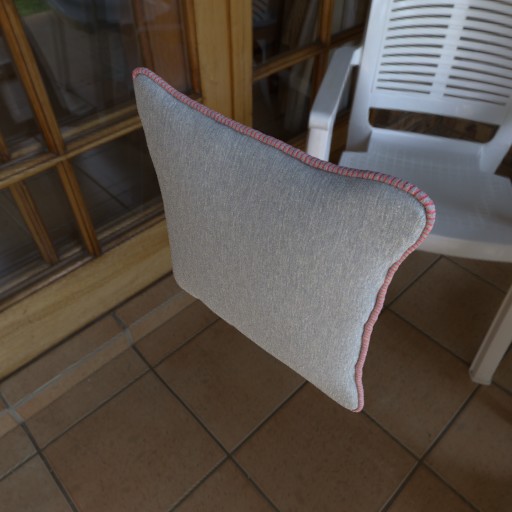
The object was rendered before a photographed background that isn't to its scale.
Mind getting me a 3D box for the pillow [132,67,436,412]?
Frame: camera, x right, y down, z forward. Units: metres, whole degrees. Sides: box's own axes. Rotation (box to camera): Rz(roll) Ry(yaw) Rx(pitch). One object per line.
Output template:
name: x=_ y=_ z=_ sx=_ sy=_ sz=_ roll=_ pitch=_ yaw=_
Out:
pillow: x=0.000 y=0.000 z=0.717 sx=0.482 sy=0.491 sz=0.124 roll=32 pitch=54 yaw=27
